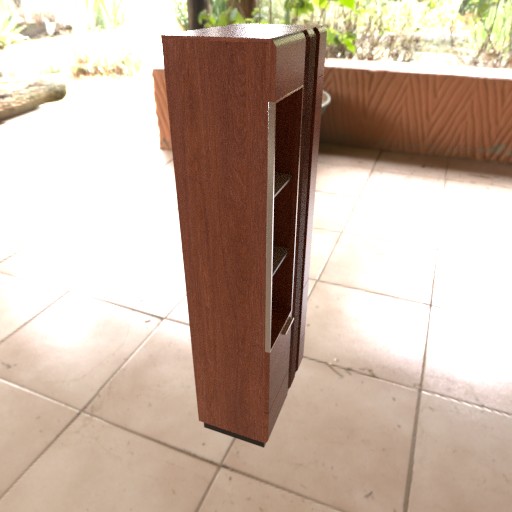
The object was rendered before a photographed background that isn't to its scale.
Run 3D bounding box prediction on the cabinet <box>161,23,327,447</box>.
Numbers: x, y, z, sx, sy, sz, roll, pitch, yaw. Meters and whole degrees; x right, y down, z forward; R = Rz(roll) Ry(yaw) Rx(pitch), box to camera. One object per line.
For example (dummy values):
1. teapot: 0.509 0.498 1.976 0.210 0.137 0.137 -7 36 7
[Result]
1. cabinet: 0.000 0.000 2.173 0.420 1.980 0.660 11 33 18
